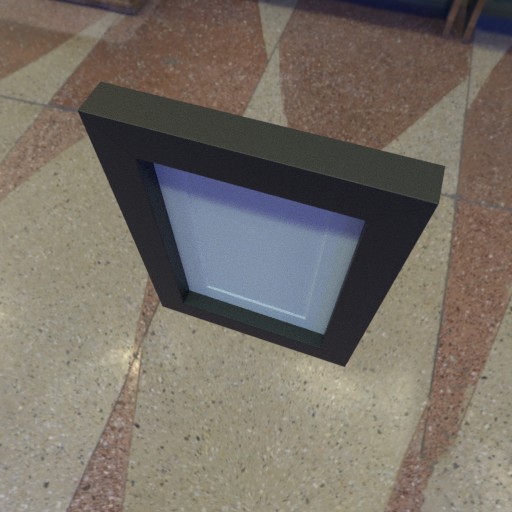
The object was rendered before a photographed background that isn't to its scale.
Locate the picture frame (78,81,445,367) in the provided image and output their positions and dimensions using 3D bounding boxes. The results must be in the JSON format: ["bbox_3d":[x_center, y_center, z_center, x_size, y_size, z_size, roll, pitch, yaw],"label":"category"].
[{"bbox_3d":[0.000,0.000,0.278,0.157,0.208,0.028,17,61,10],"label":"picture frame"}]
